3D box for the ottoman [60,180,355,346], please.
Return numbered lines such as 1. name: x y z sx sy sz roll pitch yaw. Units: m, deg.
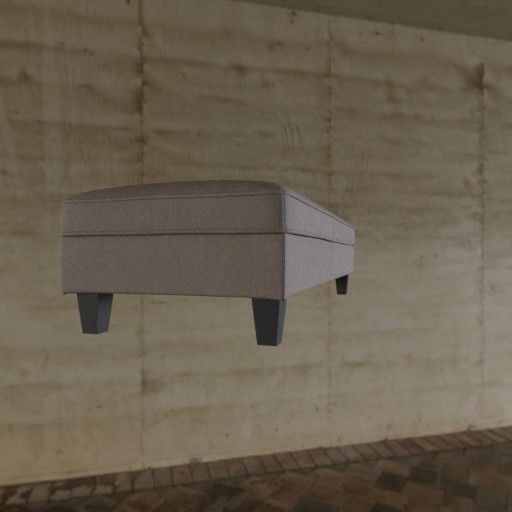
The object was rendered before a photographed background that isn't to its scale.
1. ottoman: 0.000 0.000 2.035 0.751 0.470 1.764 0 0 18
